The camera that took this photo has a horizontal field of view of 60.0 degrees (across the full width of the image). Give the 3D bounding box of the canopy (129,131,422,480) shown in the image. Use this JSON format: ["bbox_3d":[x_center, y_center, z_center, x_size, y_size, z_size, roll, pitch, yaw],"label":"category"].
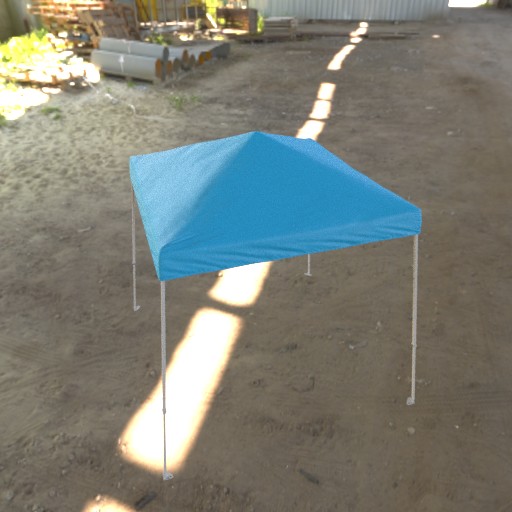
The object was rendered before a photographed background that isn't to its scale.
[{"bbox_3d":[0.000,0.000,6.399,3.600,3.600,3.599,-10,33,-16],"label":"canopy"}]
